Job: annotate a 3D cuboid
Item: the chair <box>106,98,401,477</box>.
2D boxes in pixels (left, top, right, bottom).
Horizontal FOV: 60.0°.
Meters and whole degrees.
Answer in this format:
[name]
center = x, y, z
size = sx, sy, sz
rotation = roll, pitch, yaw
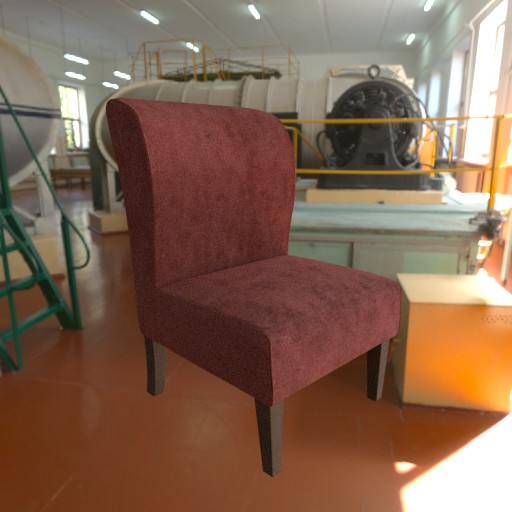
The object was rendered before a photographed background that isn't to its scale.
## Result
[chair]
center = 0.000, 0.000, 1.236
size = 0.538, 0.846, 0.640
rotation = -13, 19, -42
